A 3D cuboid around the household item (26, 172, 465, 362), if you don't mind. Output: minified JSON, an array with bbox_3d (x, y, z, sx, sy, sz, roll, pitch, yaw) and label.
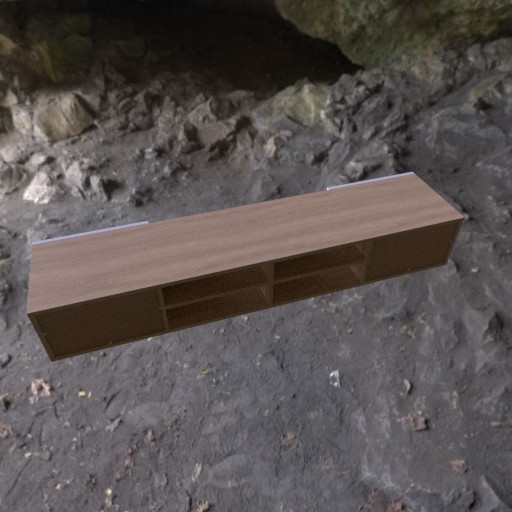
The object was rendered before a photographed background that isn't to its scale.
[{"bbox_3d":[0.000,0.000,2.040,1.850,0.310,0.420,-12,43,-14],"label":"household item"}]
